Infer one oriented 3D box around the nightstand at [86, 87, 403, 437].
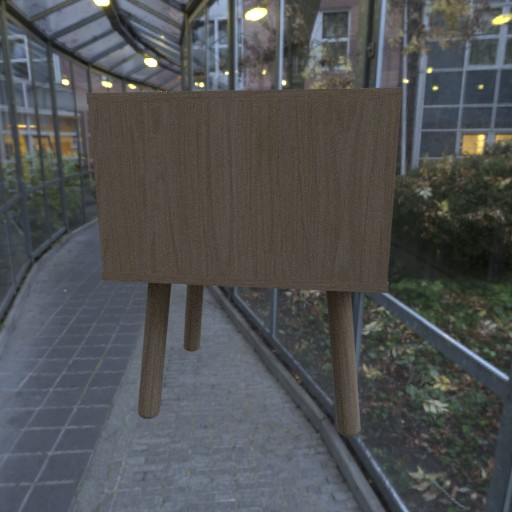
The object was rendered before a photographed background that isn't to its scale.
[{"bbox_3d":[0.000,0.000,0.872,0.450,0.571,0.380,2,14,8],"label":"nightstand"}]
